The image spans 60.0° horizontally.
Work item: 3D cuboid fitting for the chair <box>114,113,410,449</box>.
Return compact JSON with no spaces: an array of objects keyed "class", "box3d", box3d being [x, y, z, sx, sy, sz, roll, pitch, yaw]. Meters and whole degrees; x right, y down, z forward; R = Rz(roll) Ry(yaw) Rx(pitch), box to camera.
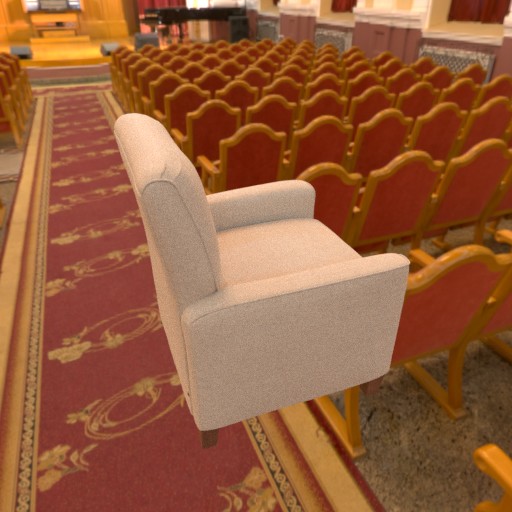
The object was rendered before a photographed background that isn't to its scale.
[{"class":"chair","box3d":[0.000,0.000,1.695,0.858,1.023,0.841,-11,32,-18]}]
